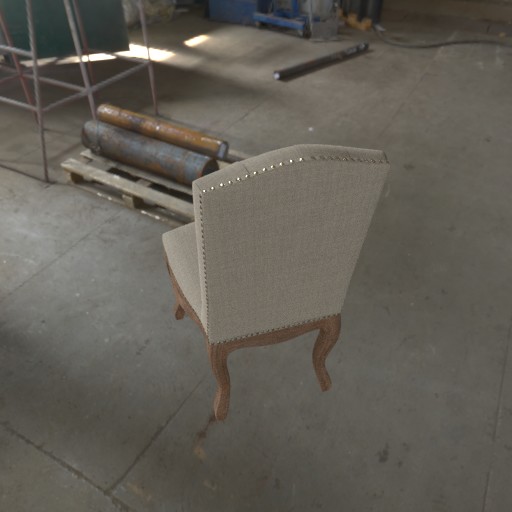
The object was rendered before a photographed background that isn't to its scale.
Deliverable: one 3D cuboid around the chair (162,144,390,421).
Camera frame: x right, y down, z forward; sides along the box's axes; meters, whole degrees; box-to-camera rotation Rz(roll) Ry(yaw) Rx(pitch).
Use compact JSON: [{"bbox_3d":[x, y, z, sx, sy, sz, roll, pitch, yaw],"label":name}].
[{"bbox_3d":[0.000,0.000,1.628,0.637,1.191,0.731,-11,43,-13],"label":"chair"}]
